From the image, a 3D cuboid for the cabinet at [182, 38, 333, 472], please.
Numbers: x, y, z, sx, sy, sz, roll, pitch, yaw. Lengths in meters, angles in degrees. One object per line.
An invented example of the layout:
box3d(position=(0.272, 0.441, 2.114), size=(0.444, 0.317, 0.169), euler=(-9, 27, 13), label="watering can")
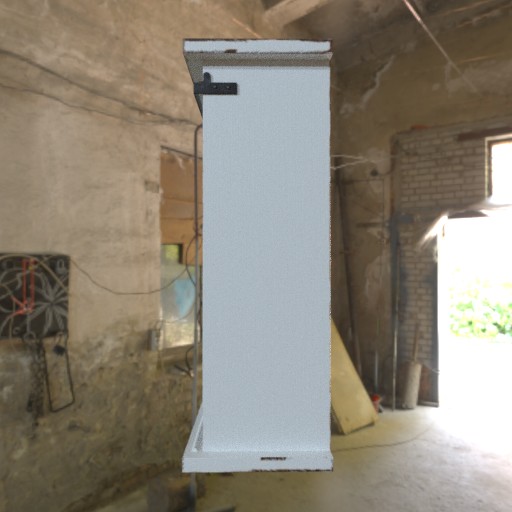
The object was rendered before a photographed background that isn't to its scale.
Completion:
box3d(position=(0.000, 0.000, 0.886), size=(0.210, 0.603, 0.541), euler=(0, 0, -1), label="cabinet")
